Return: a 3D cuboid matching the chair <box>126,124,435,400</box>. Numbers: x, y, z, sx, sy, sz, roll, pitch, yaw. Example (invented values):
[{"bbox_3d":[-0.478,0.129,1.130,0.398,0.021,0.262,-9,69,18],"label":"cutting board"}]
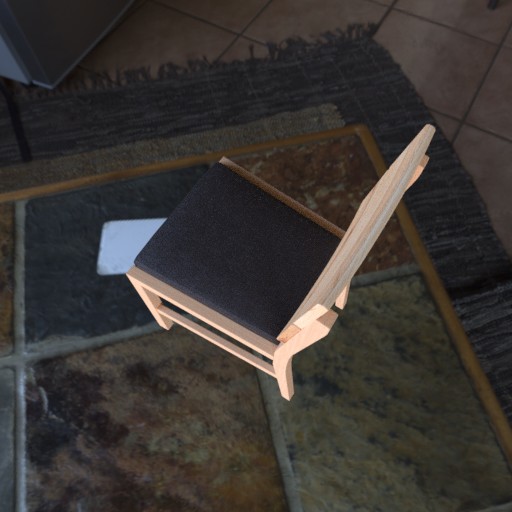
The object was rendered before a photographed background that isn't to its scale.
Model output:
[{"bbox_3d":[0.000,0.000,1.236,0.560,0.950,0.475,30,68,14],"label":"chair"}]
